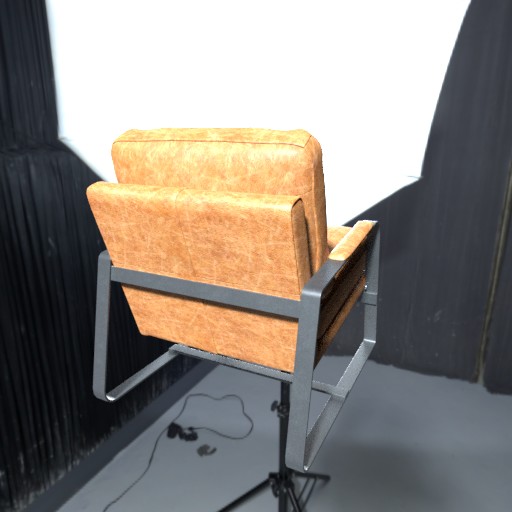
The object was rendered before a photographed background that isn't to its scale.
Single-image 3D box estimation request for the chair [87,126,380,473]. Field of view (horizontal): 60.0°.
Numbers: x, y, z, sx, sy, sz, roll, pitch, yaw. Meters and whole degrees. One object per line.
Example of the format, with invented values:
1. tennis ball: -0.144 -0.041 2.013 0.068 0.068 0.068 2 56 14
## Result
1. chair: 0.000 0.000 1.383 0.651 0.777 0.801 8 18 26
